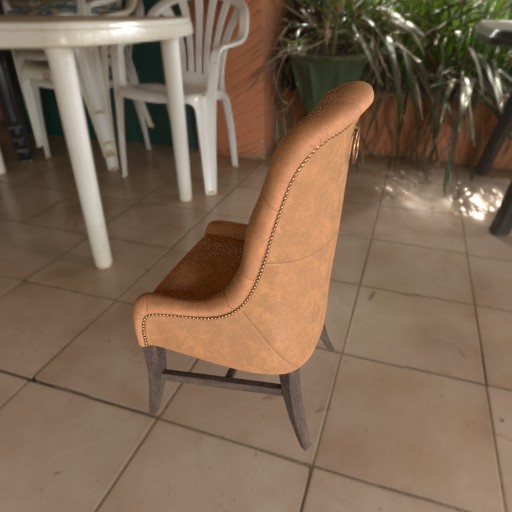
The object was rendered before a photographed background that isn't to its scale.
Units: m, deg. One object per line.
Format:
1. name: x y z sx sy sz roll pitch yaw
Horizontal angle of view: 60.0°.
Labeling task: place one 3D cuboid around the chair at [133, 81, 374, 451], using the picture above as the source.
1. chair: 0.000 0.000 1.472 0.629 1.091 0.634 9 31 15
